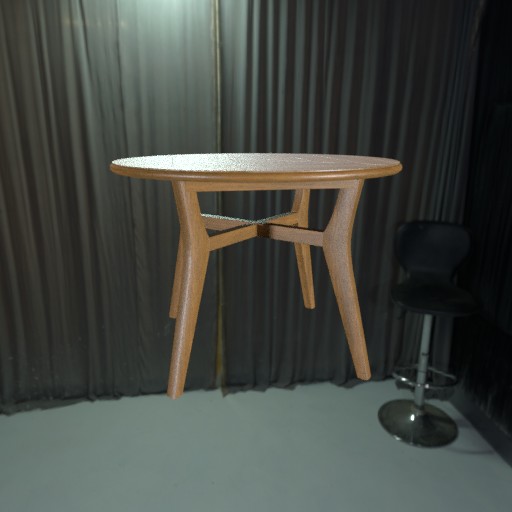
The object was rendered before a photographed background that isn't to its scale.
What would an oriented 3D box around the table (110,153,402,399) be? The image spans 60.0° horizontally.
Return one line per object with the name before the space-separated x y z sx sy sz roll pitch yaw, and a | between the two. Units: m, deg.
table | 0.000 0.000 1.776 1.055 0.757 1.055 0 16 0
